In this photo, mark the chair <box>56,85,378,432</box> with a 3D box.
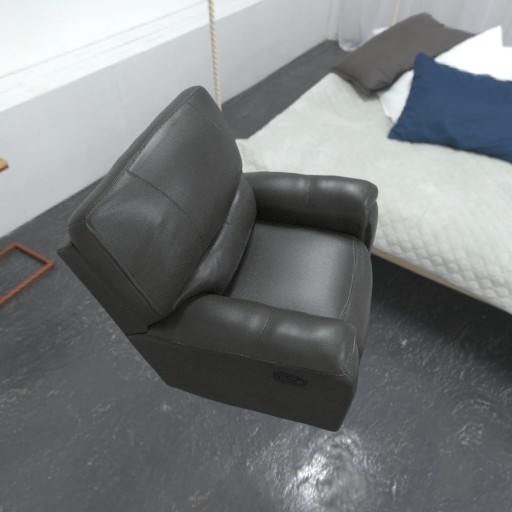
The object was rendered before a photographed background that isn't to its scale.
[{"bbox_3d":[0.000,0.000,1.955,1.087,1.109,1.096,11,47,10],"label":"chair"}]
